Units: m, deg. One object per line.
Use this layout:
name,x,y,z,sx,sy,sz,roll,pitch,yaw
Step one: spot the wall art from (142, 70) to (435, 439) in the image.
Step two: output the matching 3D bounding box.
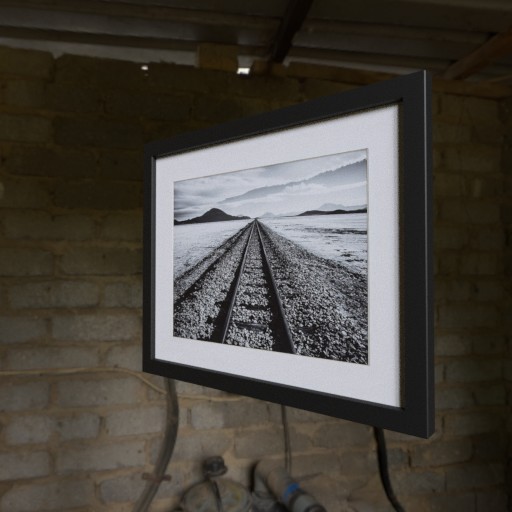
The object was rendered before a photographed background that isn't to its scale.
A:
wall art,0.000,0.000,0.731,0.559,0.458,0.029,-1,-1,38
